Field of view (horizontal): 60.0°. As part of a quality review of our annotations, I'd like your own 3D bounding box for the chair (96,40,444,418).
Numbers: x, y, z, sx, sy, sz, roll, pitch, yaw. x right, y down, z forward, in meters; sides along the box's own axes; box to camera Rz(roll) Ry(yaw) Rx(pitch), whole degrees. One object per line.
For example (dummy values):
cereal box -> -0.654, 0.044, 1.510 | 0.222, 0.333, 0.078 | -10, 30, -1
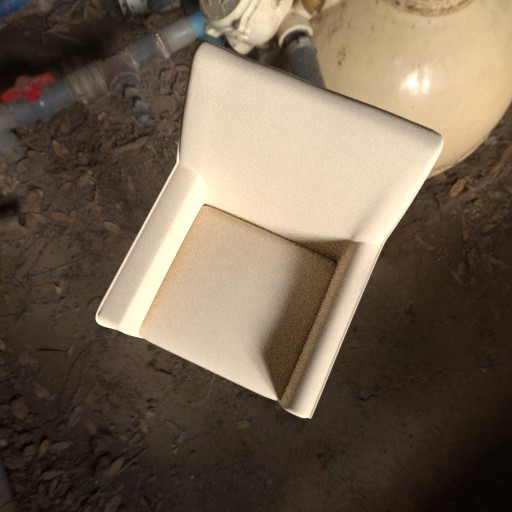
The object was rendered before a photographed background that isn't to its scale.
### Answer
chair -> 0.000, 0.000, 1.603 | 0.780, 0.919, 0.899 | 24, 78, 6
